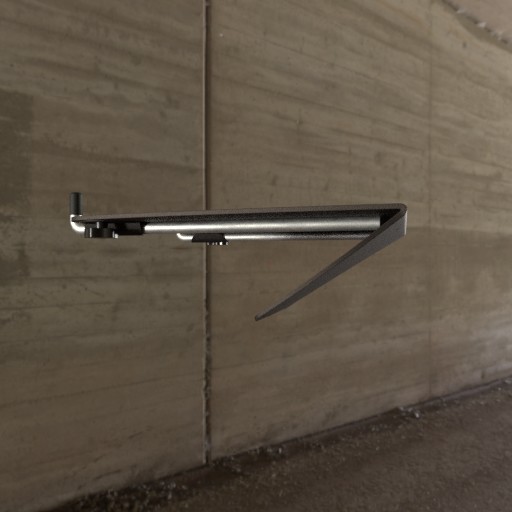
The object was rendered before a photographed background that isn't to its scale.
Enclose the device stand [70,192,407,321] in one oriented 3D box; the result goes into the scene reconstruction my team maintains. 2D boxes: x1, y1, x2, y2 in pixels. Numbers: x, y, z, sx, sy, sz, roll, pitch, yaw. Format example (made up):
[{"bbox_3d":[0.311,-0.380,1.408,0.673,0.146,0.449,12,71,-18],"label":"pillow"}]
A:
[{"bbox_3d":[0.000,0.000,0.359,0.230,0.092,0.230,0,0,18],"label":"device stand"}]
